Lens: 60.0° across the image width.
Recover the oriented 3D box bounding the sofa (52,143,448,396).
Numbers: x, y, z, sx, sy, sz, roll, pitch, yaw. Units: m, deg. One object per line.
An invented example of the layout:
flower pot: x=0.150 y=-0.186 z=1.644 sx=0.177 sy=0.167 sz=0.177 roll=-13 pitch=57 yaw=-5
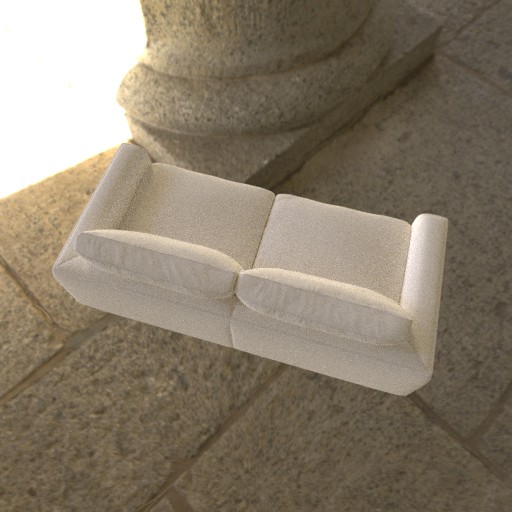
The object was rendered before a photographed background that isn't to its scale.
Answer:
sofa: x=0.000 y=0.000 z=2.832 sx=2.262 sy=0.801 sz=1.070 roll=14 pitch=64 yaw=7
